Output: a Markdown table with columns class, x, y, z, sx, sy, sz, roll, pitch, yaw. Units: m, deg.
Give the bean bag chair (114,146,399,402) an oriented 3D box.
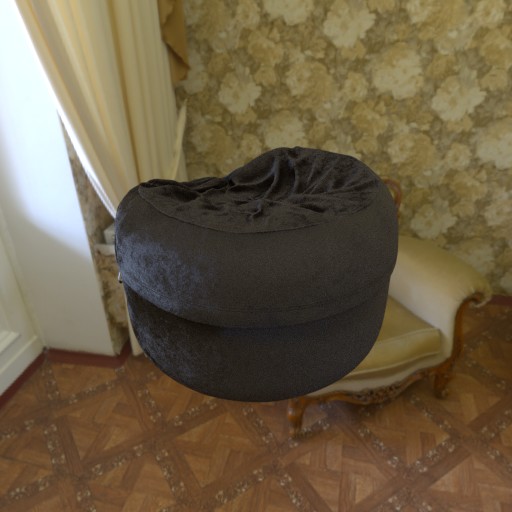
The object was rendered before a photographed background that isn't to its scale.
| class | x | y | z | sx | sy | sz | roll | pitch | yaw |
| --- | --- | --- | --- | --- | --- | --- | --- | --- | --- |
| bean bag chair | 0.000 | 0.000 | 1.539 | 0.918 | 0.605 | 0.918 | 0 | 30 | 0 |
